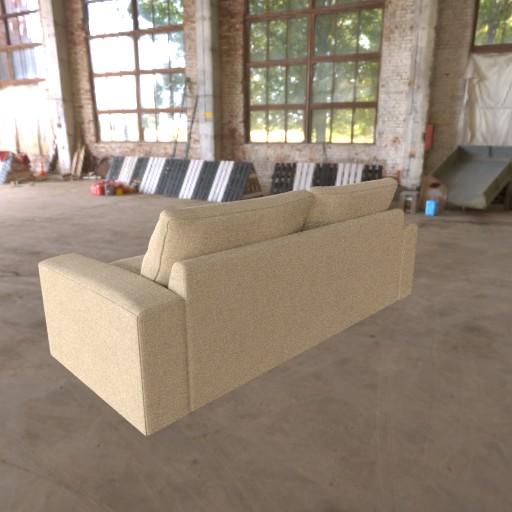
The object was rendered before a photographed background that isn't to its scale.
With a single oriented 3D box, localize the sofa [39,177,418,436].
[{"bbox_3d":[0.000,0.000,2.795,1.040,0.922,2.299,15,22,43],"label":"sofa"}]
